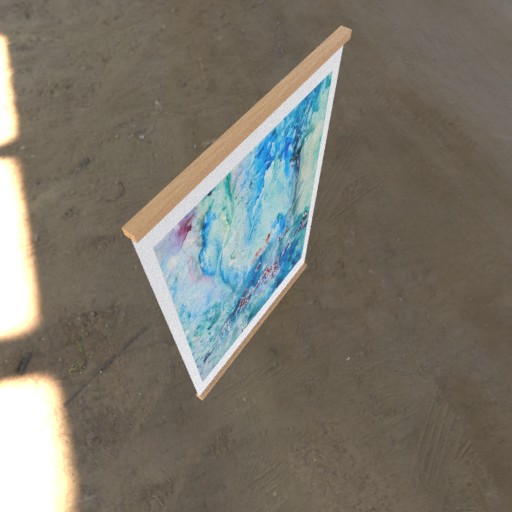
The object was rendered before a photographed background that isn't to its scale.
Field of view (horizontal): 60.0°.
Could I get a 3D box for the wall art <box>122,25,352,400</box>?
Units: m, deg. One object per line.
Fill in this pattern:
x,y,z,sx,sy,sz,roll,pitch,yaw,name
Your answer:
0.000,0.000,1.259,0.027,1.020,0.669,32,64,18,wall art
